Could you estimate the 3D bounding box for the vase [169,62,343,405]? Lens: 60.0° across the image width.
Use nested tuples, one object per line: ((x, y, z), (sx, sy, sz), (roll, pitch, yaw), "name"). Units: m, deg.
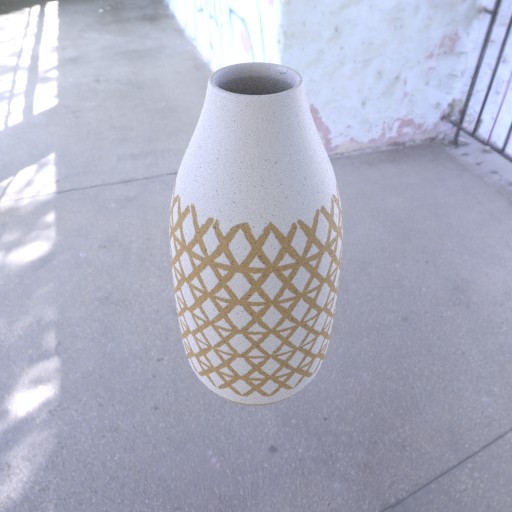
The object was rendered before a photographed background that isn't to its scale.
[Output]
((0.000, 0.000, 0.478), (0.186, 0.380, 0.186), (0, 42, 0), "vase")
